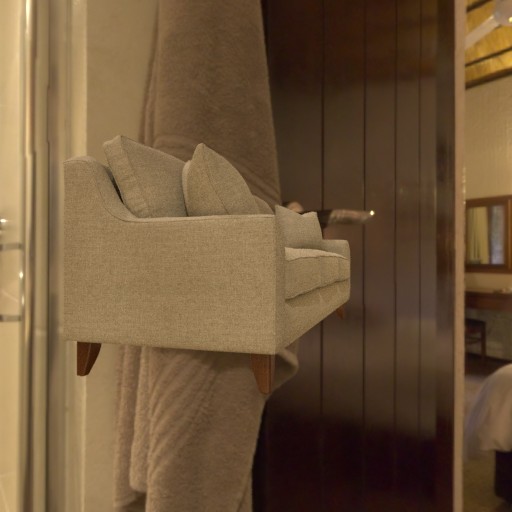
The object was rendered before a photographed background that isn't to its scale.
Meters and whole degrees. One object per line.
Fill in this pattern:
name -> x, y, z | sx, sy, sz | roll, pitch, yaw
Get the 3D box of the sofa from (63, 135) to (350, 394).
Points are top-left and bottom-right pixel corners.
sofa -> 0.000, 0.000, 2.465 | 0.865, 0.914, 2.031 | 0, 0, 18
